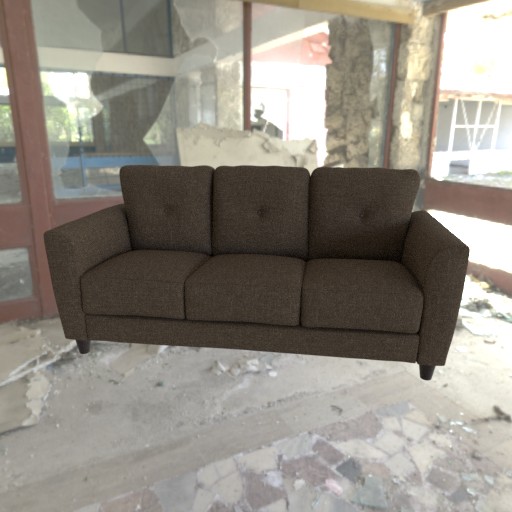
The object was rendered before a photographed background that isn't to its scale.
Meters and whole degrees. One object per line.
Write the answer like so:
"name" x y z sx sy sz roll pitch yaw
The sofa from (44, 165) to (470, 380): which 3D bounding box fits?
"sofa" 0.000 0.000 2.305 1.847 0.891 0.837 2 16 8
